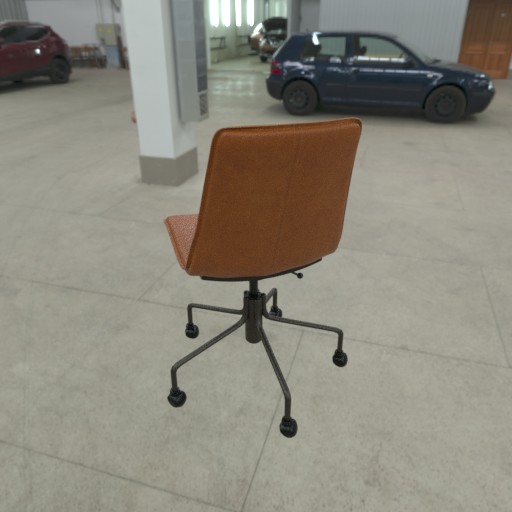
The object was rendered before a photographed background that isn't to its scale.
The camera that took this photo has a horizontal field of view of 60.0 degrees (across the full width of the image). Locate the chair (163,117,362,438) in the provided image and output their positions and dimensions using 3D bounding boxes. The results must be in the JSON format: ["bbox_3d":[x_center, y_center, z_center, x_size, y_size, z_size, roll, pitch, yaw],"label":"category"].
[{"bbox_3d":[0.000,0.000,1.381,0.651,0.920,0.660,-9,29,-16],"label":"chair"}]
